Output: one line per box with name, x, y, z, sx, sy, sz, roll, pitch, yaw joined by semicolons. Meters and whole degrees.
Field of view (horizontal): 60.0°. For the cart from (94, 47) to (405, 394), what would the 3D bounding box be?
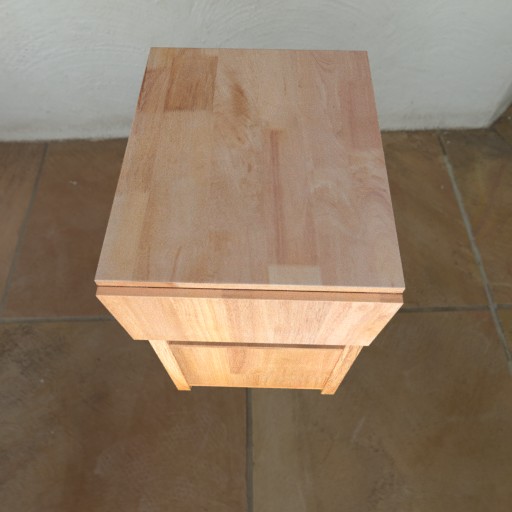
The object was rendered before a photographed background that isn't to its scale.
cart;0.000;0.000;1.222;0.508;0.838;0.640;1;59;1
